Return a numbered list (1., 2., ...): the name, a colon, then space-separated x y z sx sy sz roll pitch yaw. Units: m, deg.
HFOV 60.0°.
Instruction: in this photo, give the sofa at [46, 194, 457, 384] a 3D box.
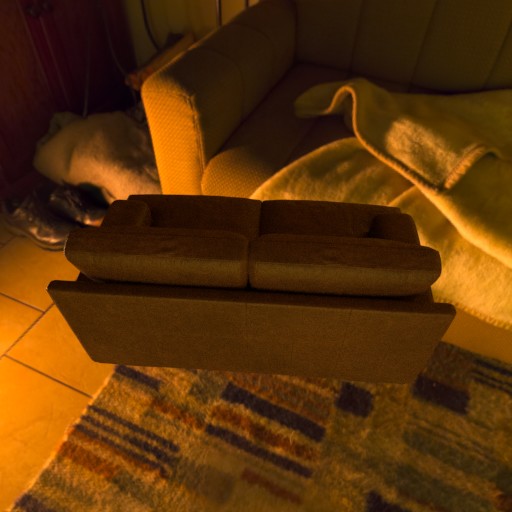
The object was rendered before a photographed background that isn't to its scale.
1. sofa: 0.000 0.000 2.515 1.880 0.939 1.143 3 46 3
